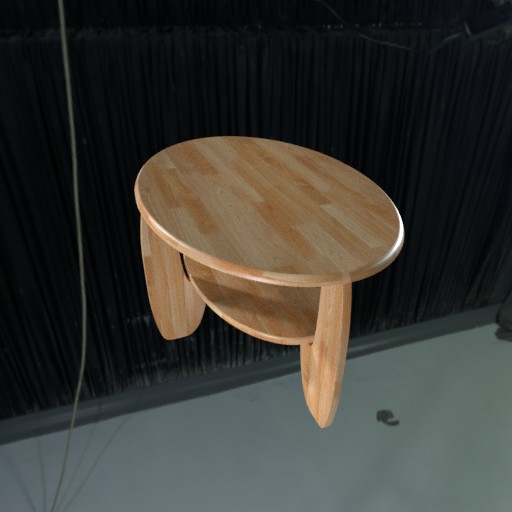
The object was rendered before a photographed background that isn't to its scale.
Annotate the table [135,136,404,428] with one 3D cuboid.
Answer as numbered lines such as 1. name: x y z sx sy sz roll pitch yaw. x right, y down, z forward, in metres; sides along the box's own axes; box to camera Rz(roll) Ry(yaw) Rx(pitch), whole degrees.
1. table: 0.000 0.000 1.402 0.690 0.490 1.040 -11 33 -18
